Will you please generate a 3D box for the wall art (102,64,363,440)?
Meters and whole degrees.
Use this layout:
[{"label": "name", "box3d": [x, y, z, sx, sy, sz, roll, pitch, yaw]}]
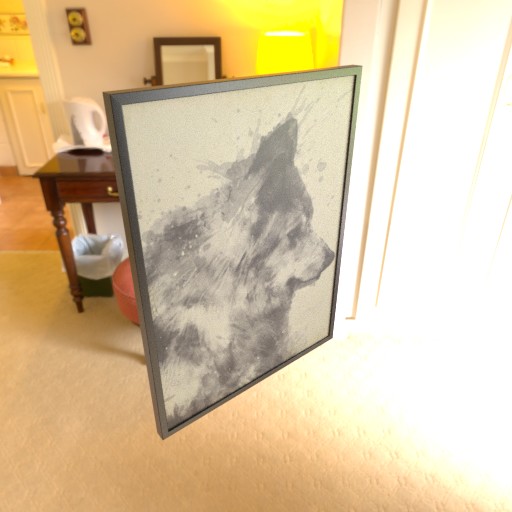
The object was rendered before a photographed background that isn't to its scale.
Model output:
[{"label": "wall art", "box3d": [0.000, 0.000, 1.401, 0.804, 1.061, 0.039, -22, 36, -33]}]
